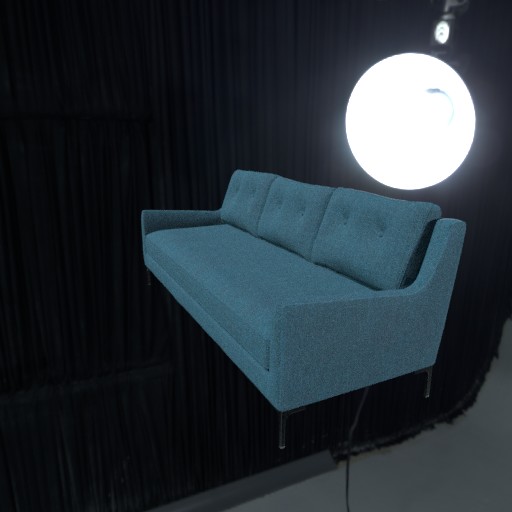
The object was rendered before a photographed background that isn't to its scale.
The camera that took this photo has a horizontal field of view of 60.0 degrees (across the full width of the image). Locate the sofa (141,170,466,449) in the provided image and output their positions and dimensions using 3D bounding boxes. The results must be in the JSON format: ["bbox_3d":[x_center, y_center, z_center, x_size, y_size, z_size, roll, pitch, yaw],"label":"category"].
[{"bbox_3d":[0.000,0.000,2.521,0.849,0.837,2.060,-8,17,-26],"label":"sofa"}]
